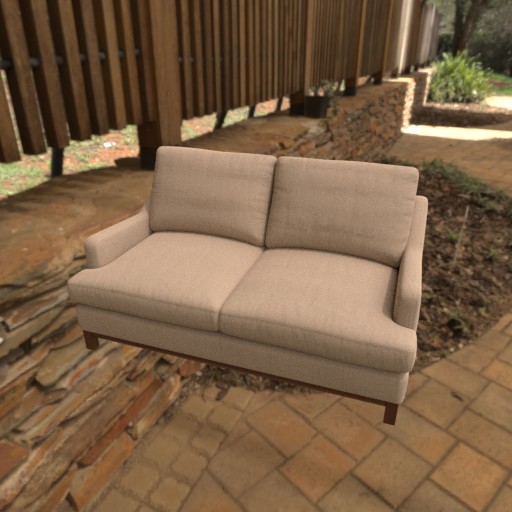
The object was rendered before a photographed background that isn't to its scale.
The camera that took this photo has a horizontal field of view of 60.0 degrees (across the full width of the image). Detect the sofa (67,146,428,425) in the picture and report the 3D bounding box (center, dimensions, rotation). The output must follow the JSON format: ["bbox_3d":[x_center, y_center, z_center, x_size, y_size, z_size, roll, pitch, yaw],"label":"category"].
[{"bbox_3d":[0.000,0.000,2.280,1.619,0.910,1.004,9,27,17],"label":"sofa"}]
